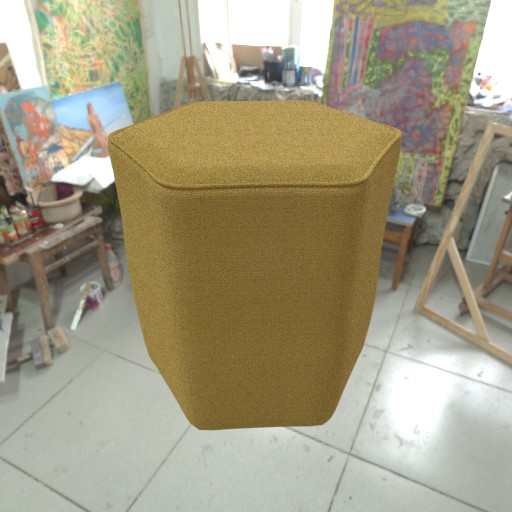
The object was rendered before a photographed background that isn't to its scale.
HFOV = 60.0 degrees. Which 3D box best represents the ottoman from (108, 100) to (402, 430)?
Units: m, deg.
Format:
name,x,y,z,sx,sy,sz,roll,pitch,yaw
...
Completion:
name,x,y,z,sx,sy,sz,roll,pitch,yaw
ottoman,0.000,0.000,0.861,0.494,0.502,0.443,-1,32,-2
